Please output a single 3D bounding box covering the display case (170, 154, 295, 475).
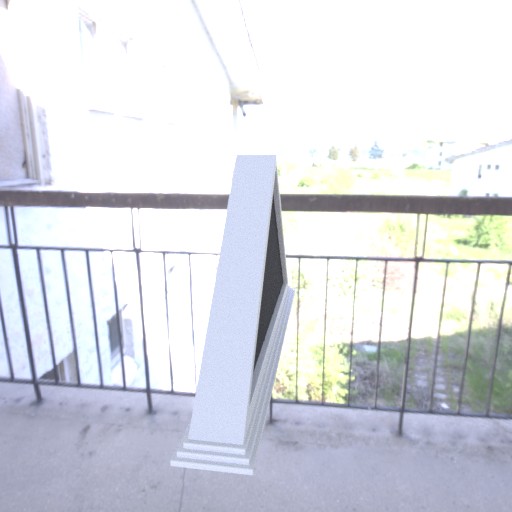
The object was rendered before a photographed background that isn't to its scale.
[{"bbox_3d":[0.000,0.000,0.762,0.095,0.340,0.640,2,14,9],"label":"display case"}]
